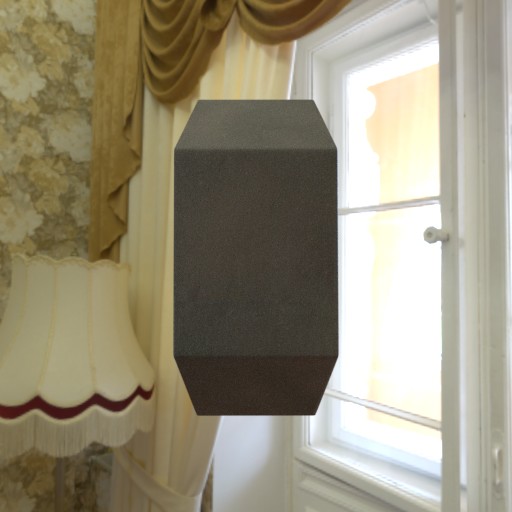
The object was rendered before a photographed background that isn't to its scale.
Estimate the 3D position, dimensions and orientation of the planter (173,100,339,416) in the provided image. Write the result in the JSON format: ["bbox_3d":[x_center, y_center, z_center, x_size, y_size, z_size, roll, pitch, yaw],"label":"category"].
[{"bbox_3d":[0.000,0.000,0.290,0.077,0.206,0.169,0,-2,0],"label":"planter"}]
